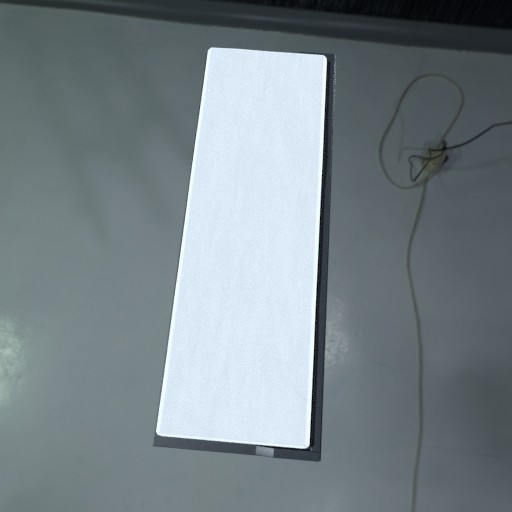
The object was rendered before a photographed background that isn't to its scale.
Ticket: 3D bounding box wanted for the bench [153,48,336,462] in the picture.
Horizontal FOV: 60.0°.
[{"bbox_3d":[0.000,0.000,1.251,0.345,0.561,0.973,5,74,1],"label":"bench"}]
